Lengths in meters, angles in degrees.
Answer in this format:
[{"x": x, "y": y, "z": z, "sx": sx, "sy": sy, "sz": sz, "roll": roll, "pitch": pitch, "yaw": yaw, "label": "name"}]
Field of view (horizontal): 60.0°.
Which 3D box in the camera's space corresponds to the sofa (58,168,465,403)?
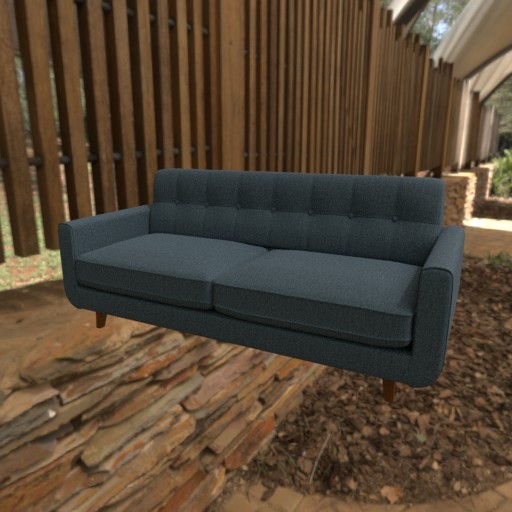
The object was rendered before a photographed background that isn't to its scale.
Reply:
[{"x": 0.000, "y": 0.000, "z": 2.463, "sx": 2.055, "sy": 0.884, "sz": 0.942, "roll": 7, "pitch": 16, "yaw": 26, "label": "sofa"}]
